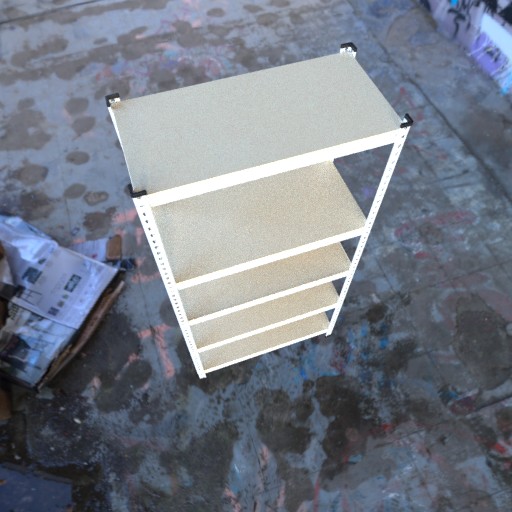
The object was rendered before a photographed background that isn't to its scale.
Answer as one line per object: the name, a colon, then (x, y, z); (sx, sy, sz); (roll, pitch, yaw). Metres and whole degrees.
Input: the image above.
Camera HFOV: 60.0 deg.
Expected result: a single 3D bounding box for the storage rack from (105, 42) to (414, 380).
storage rack: (0.000, 0.000, 2.223); (0.914, 1.829, 0.457); (-17, 60, -10)
